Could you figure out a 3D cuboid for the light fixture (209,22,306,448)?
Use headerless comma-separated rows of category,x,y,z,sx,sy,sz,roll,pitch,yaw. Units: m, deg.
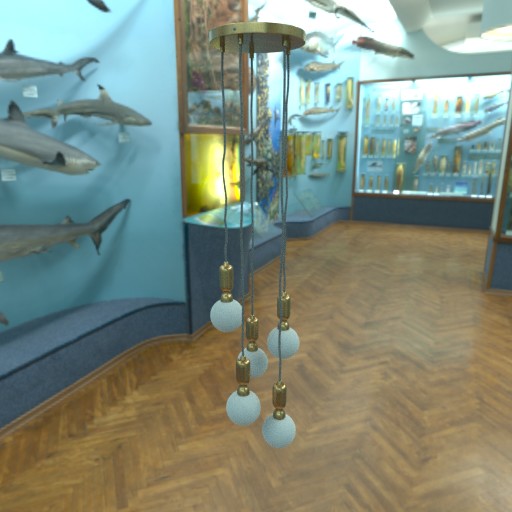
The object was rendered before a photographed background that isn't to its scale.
light fixture,0.000,0.000,0.498,0.108,0.457,0.105,7,16,25
